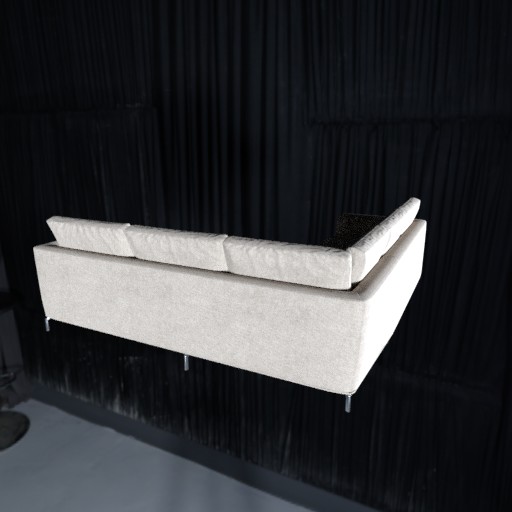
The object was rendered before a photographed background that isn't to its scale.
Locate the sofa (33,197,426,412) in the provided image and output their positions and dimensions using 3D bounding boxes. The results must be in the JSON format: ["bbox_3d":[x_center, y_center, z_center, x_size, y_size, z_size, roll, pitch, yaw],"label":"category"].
[{"bbox_3d":[0.000,0.000,3.731,2.438,0.864,2.438,8,17,26],"label":"sofa"}]
